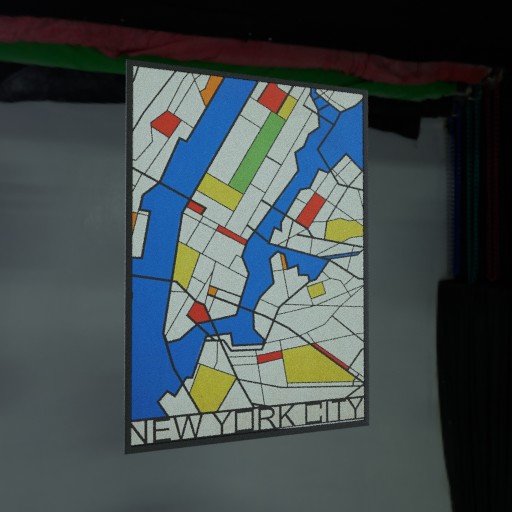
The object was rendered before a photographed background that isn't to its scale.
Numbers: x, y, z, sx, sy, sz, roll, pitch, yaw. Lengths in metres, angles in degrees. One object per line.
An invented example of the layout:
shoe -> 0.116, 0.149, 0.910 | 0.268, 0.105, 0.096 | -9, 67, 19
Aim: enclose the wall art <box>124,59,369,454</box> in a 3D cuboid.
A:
wall art -> 0.000, 0.000, 0.808 | 0.457, 0.657, 0.013 | 0, -1, -17
